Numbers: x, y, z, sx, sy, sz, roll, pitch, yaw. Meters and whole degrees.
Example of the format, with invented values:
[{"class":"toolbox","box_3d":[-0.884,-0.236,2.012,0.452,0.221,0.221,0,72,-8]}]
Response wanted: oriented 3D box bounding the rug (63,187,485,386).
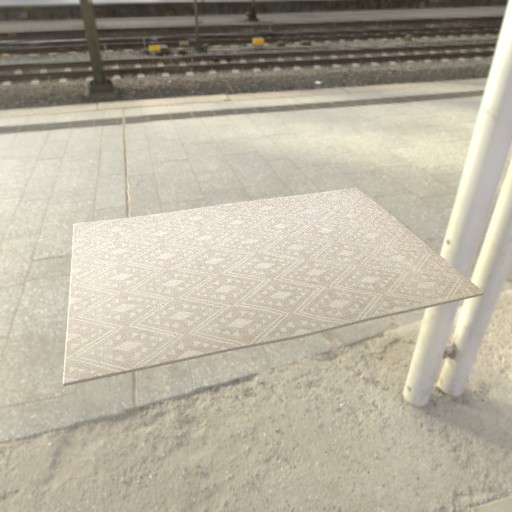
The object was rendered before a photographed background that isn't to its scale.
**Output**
[{"class":"rug","box_3d":[0.000,0.000,2.305,1.829,0.034,1.252,-10,34,-15]}]
